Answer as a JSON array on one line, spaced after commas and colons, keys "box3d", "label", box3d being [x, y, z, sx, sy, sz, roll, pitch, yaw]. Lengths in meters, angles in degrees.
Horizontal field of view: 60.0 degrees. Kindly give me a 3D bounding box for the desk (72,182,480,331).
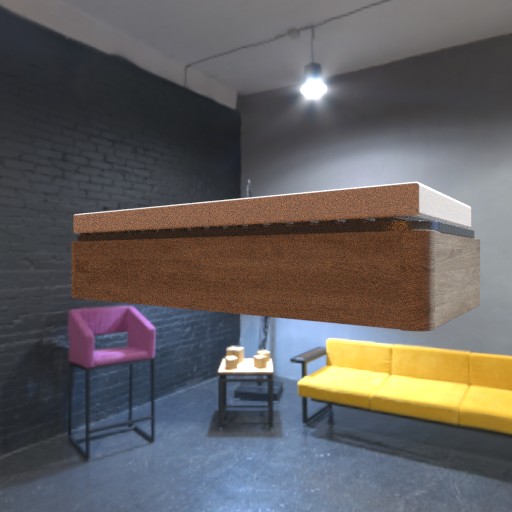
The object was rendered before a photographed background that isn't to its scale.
[{"box3d": [0.000, 0.000, 2.228, 1.900, 0.455, 0.900, 0, 0, 36], "label": "desk"}]
